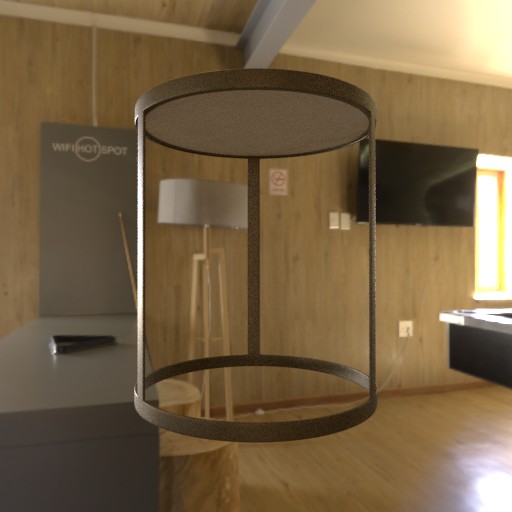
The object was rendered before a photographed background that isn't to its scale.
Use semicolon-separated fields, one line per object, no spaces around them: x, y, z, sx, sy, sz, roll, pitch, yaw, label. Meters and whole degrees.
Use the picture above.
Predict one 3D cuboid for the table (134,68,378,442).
0.000;0.000;0.909;0.480;0.565;0.480;0;0;0;table
